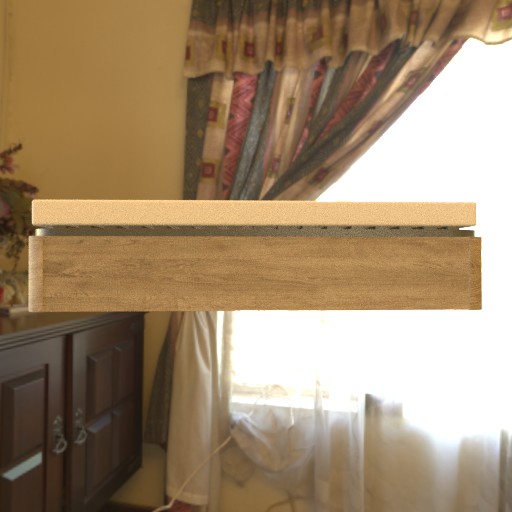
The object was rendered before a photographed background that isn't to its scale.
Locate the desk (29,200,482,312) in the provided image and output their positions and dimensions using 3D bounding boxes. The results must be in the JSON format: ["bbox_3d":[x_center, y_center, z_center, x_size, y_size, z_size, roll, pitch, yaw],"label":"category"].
[{"bbox_3d":[0.000,0.000,2.253,1.900,0.455,0.900,0,0,-2],"label":"desk"}]
